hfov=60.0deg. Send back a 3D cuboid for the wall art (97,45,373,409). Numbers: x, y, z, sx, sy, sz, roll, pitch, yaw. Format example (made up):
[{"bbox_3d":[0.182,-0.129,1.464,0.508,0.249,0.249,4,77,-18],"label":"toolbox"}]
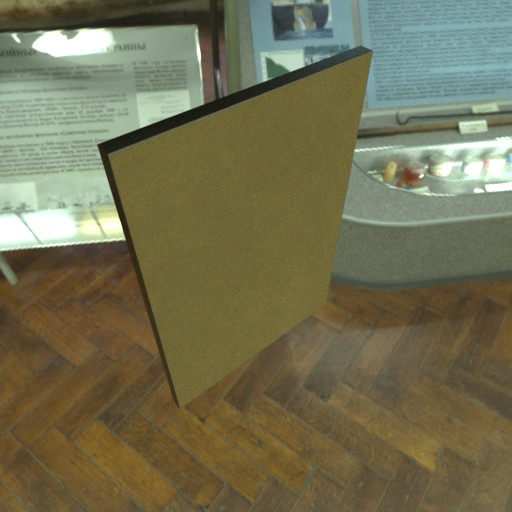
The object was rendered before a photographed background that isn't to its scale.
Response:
[{"bbox_3d":[0.000,0.000,0.584,0.314,0.455,0.019,-31,54,-26],"label":"wall art"}]
